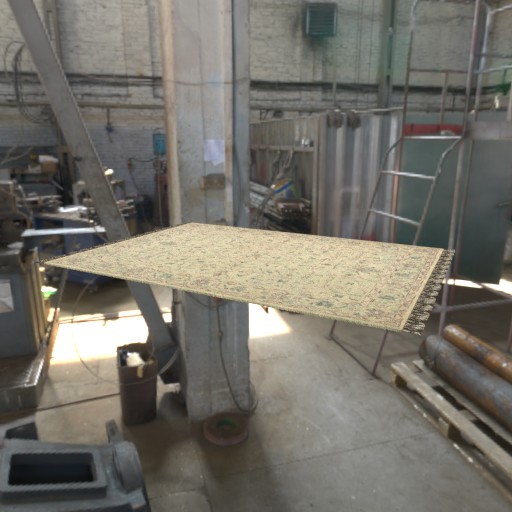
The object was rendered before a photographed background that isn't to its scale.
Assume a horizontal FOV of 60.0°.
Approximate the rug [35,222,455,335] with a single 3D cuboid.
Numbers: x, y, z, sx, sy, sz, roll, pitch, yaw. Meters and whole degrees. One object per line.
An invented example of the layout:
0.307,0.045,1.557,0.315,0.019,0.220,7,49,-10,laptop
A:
0.000,0.000,2.290,1.802,0.008,1.247,8,17,27,rug
